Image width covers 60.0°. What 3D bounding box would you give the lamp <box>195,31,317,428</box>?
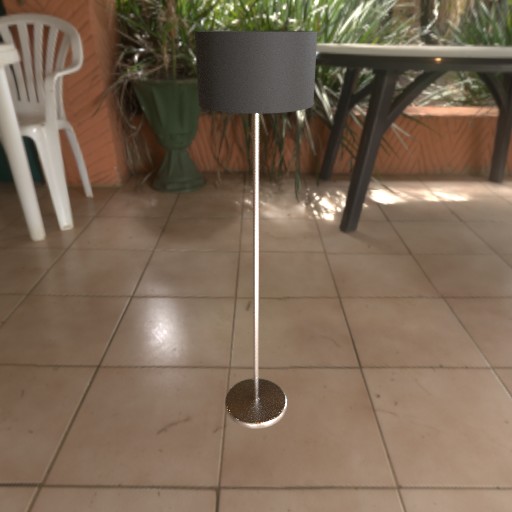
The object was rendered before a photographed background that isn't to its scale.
[{"bbox_3d":[0.000,0.000,1.595,0.348,1.443,0.348,0,27,-1],"label":"lamp"}]
